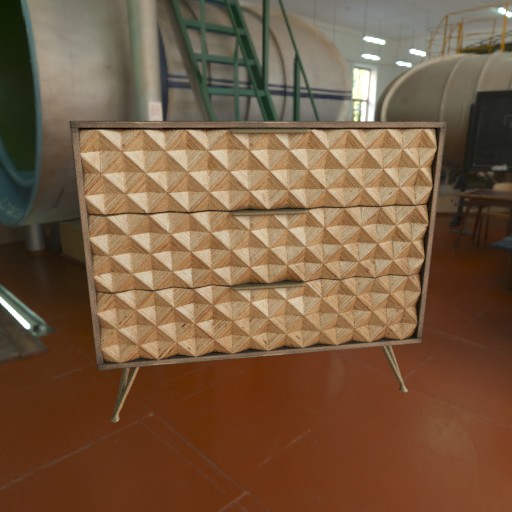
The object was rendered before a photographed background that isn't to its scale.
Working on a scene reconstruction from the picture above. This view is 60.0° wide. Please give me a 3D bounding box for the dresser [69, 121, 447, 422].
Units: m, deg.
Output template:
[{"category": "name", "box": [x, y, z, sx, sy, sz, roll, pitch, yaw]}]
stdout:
[{"category": "dresser", "box": [0.000, 0.000, 1.385, 0.923, 0.801, 0.453, -3, 17, -9]}]
